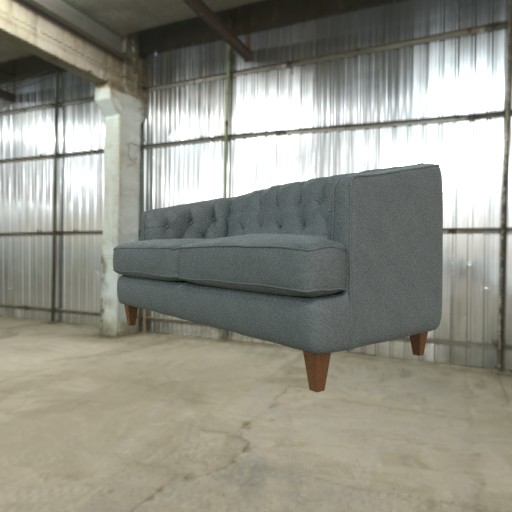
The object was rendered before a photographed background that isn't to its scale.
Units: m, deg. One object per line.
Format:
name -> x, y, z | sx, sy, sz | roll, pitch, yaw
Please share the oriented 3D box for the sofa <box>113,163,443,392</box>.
sofa -> 0.000, 0.000, 2.283 | 0.941, 0.855, 1.733 | -1, 1, -37
